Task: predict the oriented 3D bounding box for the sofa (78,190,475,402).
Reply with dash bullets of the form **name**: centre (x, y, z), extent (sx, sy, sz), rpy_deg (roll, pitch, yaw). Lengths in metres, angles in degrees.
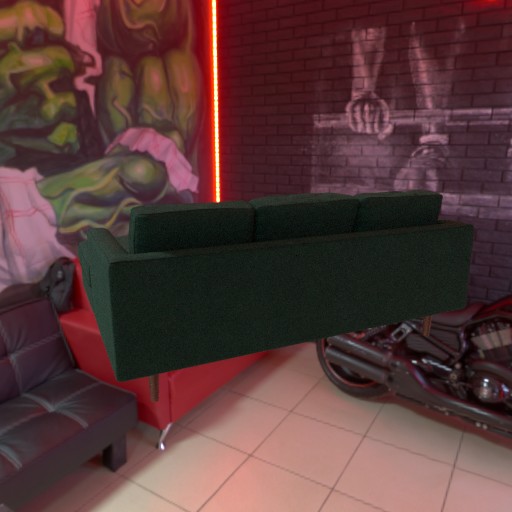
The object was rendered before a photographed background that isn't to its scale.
- **sofa**: centre (0.000, 0.000, 2.847), extent (2.030, 0.899, 1.580), rpy_deg (-6, 15, -25)
